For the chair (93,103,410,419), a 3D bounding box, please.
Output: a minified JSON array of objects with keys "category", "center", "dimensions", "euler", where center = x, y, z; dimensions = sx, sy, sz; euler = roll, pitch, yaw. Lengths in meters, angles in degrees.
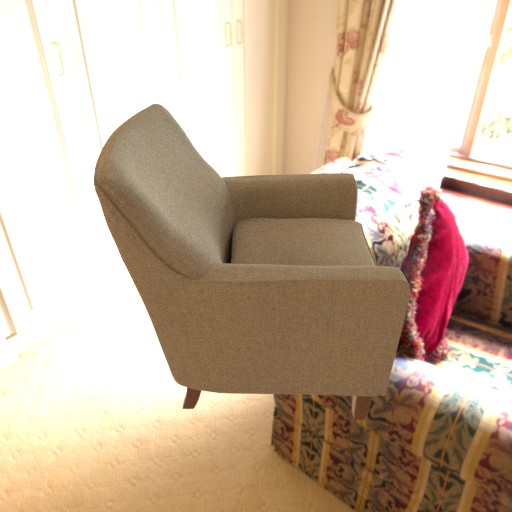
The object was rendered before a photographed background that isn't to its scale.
[{"category":"chair","center":[0.000,0.000,1.812],"dimensions":[0.993,1.047,0.887],"euler":[0,32,0]}]
